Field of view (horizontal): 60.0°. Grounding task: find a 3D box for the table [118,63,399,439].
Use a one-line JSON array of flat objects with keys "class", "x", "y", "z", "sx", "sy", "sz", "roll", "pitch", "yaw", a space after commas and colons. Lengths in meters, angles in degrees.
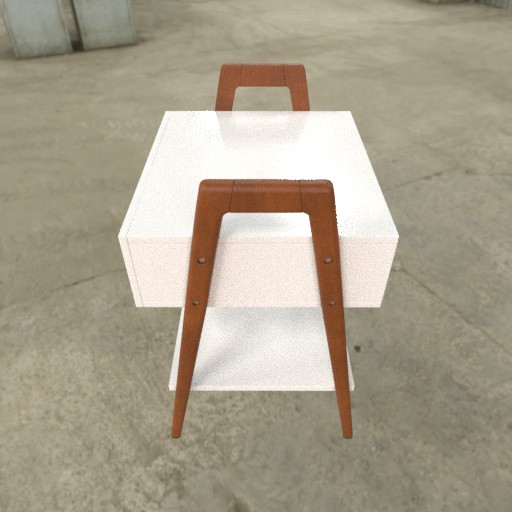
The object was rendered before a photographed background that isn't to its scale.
[{"class": "table", "x": 0.000, "y": 0.000, "z": 0.896, "sx": 0.405, "sy": 0.610, "sz": 0.457, "roll": 0, "pitch": 41, "yaw": 0}]
